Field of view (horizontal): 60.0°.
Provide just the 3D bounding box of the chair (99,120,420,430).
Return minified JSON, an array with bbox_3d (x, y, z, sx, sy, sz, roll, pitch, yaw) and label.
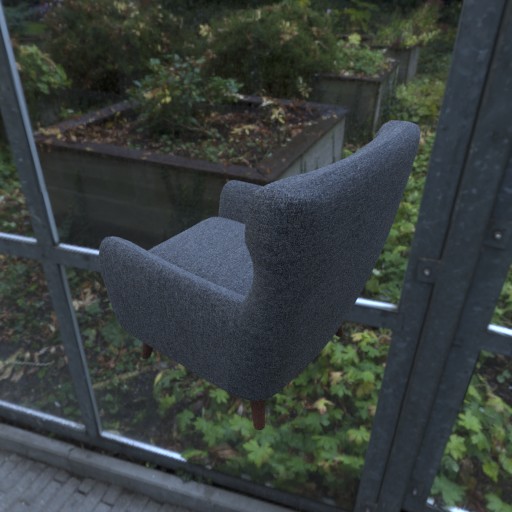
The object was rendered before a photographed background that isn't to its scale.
[{"bbox_3d":[0.000,0.000,1.775,0.940,1.039,0.889,21,36,31],"label":"chair"}]
